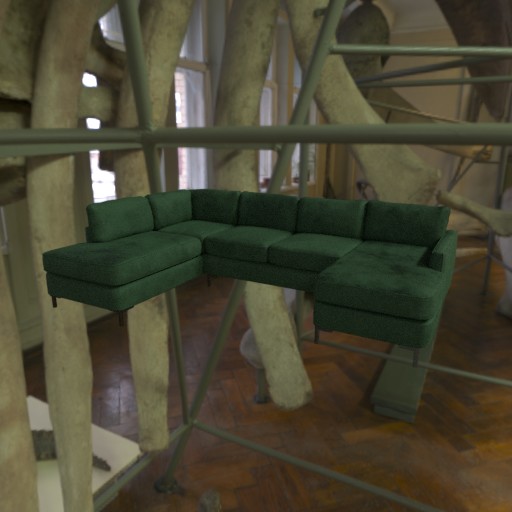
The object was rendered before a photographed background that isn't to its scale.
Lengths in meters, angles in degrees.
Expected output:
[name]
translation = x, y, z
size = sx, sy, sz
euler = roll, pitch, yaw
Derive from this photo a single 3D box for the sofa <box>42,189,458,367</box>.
[sofa]
translation = 0.000, 0.000, 3.766
size = 2.994, 0.861, 1.992
euler = 8, 17, 28
